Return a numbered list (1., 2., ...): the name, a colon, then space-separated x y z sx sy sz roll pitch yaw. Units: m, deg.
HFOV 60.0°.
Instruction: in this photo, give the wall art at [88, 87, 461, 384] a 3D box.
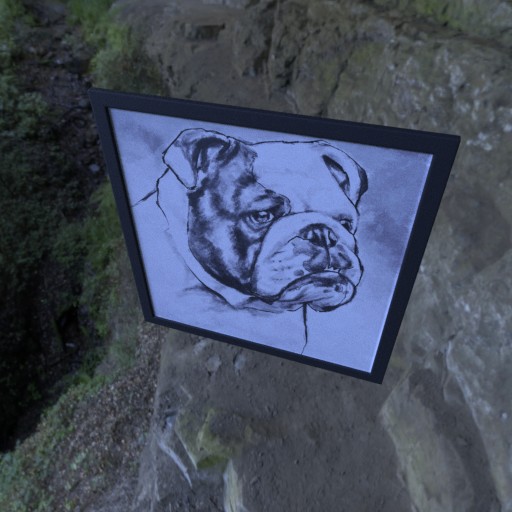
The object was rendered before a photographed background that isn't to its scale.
1. wall art: 0.000 0.000 0.825 0.562 0.558 0.012 12 42 14
